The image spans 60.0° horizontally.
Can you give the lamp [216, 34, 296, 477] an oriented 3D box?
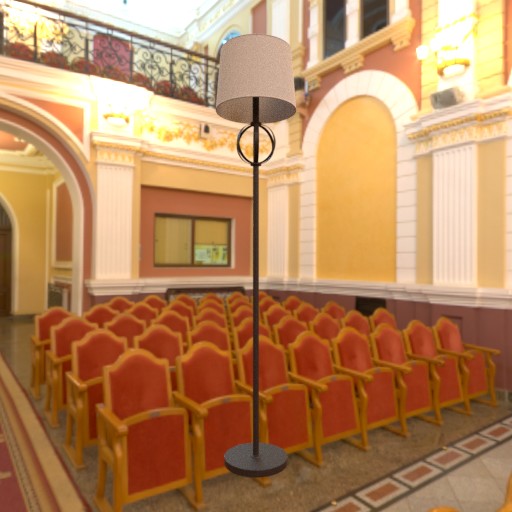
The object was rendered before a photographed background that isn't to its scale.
[{"bbox_3d":[0.000,0.000,1.579,0.286,1.462,0.286,0,-1,-34],"label":"lamp"}]
